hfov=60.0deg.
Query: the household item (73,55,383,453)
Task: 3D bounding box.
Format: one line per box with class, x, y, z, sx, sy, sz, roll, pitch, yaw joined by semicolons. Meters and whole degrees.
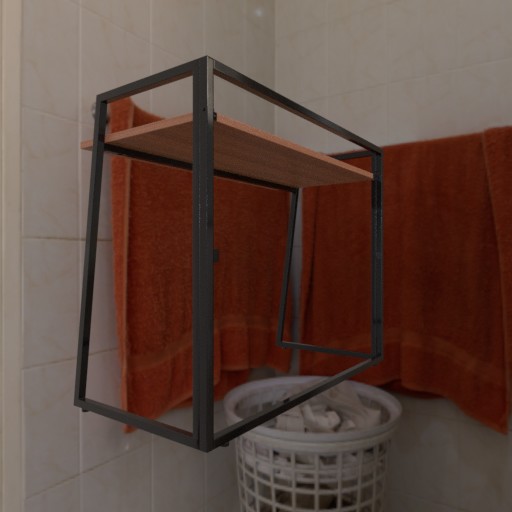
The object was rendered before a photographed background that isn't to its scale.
household item;0.000;0.000;1.518;0.510;0.860;1.050;0;0;36
